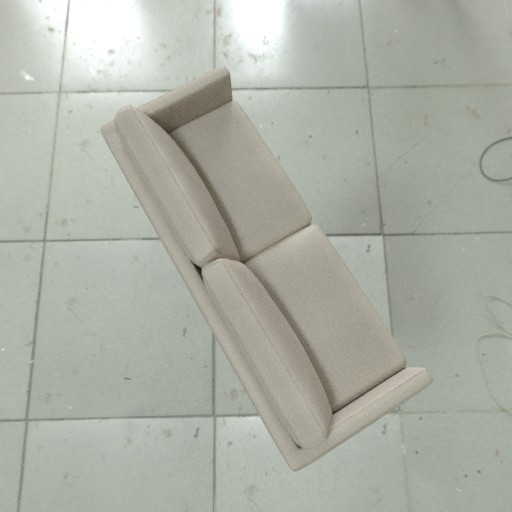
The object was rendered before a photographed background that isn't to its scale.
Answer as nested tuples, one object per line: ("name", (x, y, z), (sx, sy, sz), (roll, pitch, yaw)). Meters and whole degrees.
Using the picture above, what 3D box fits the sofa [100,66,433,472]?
("sofa", (0.000, 0.000, 2.874), (0.951, 0.968, 2.361), (-30, 78, -7))
